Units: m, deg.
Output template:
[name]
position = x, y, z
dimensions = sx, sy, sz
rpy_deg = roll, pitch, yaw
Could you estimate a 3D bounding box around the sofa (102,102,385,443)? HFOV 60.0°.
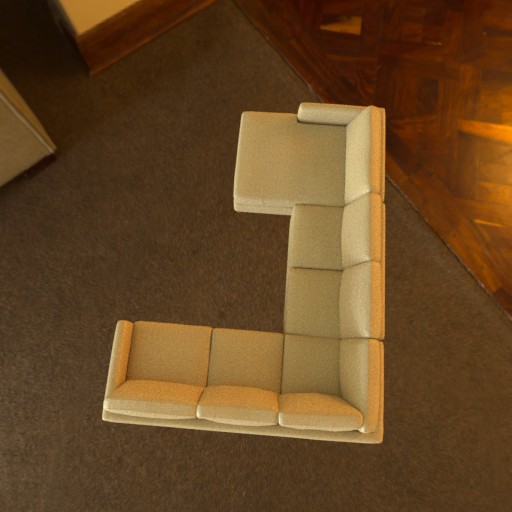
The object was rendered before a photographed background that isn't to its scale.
[sofa]
position = 0.000, 0.000, 4.675
dimensions = 2.594, 0.961, 3.460
rpy_deg = 4, 76, 1
